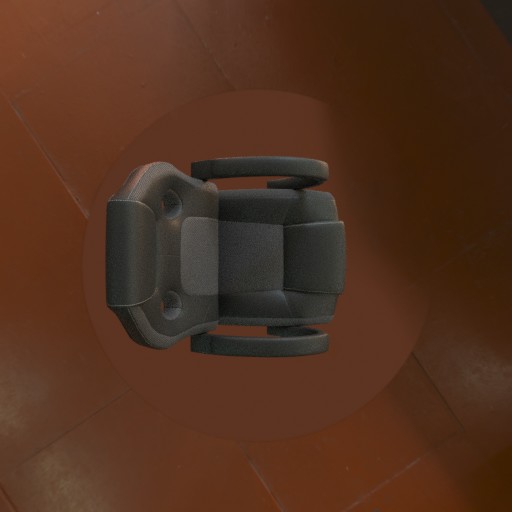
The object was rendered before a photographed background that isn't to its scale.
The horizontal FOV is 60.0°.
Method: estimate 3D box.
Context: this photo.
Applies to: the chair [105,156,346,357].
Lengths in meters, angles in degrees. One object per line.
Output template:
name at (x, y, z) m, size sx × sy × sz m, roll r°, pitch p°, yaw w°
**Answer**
chair at (0.000, 0.000, 1.627) m, size 0.724 × 1.187 × 0.673 m, roll 0°, pitch 89°, yaw 0°
